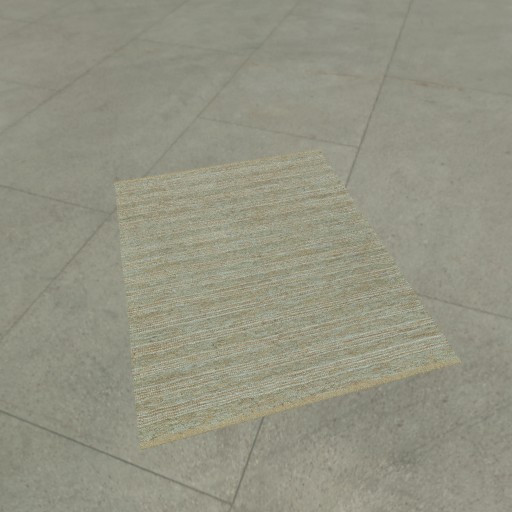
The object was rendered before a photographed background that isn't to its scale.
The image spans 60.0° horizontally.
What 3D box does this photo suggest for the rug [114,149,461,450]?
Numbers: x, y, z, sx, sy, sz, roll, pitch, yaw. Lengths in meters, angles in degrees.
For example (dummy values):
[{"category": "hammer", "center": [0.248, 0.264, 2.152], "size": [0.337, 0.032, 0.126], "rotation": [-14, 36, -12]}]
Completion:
[{"category": "rug", "center": [0.000, 0.000, 4.203], "size": [2.471, 0.012, 3.034], "rotation": [-11, 48, -11]}]
